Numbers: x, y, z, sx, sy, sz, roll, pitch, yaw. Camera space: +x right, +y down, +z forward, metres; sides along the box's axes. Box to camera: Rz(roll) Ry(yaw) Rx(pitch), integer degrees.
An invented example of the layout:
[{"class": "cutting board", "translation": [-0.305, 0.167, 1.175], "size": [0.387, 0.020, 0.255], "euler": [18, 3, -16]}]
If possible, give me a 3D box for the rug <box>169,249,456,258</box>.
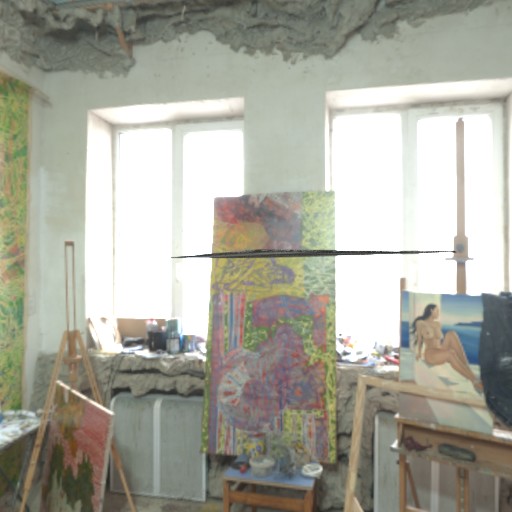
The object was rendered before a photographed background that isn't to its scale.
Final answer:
[{"class": "rug", "translation": [0.000, 0.000, 2.637], "size": [0.760, 0.012, 2.434], "euler": [0, -1, -17]}]
